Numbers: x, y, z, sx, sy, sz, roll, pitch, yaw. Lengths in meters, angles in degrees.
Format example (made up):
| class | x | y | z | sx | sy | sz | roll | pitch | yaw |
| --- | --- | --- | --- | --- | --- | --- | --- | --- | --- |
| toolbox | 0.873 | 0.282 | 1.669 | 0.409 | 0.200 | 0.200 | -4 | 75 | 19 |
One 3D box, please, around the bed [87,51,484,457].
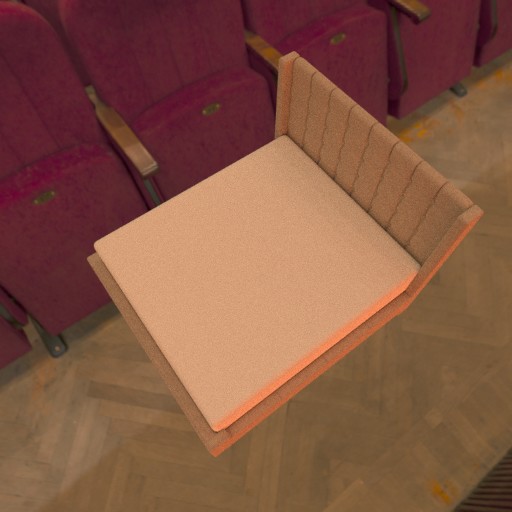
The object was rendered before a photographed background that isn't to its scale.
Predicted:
| class | x | y | z | sx | sy | sz | roll | pitch | yaw |
| --- | --- | --- | --- | --- | --- | --- | --- | --- | --- |
| bed | 0.000 | 0.000 | 3.791 | 2.370 | 1.743 | 2.045 | -33 | 67 | -16 |
